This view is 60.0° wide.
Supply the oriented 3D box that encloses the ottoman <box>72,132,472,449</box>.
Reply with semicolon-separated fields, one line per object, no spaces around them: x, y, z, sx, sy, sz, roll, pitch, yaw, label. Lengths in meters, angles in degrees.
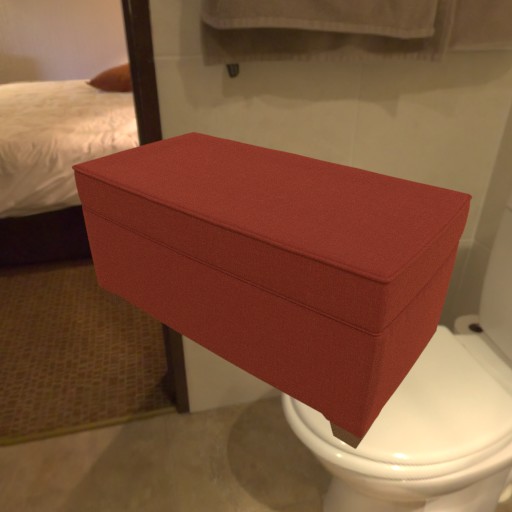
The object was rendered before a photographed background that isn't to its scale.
0.000;0.000;1.228;0.948;0.454;0.497;22;36;33;ottoman
